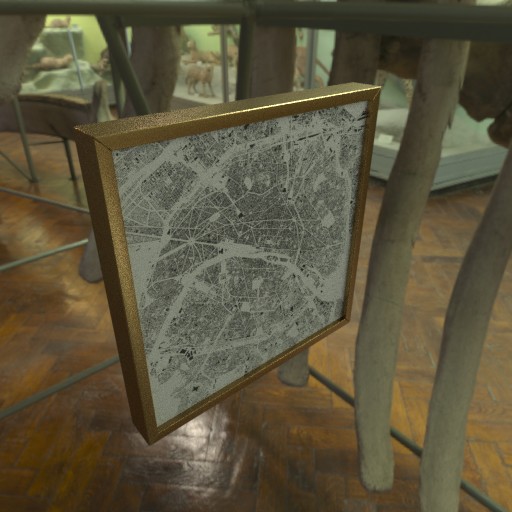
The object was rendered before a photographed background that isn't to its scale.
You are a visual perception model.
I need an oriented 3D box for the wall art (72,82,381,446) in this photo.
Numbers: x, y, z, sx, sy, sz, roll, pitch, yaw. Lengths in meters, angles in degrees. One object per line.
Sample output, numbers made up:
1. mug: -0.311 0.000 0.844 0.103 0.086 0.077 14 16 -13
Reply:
1. wall art: 0.000 0.000 0.458 0.305 0.305 0.037 -23 37 -34
